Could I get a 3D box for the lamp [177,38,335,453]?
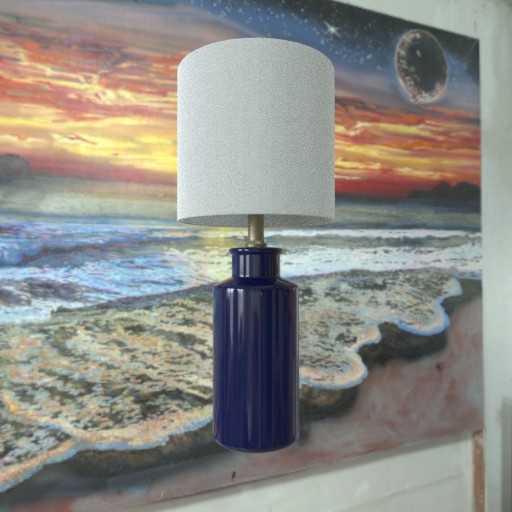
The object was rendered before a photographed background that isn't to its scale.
[{"bbox_3d":[0.000,0.000,0.605,0.212,0.493,0.212,0,-1,35],"label":"lamp"}]
